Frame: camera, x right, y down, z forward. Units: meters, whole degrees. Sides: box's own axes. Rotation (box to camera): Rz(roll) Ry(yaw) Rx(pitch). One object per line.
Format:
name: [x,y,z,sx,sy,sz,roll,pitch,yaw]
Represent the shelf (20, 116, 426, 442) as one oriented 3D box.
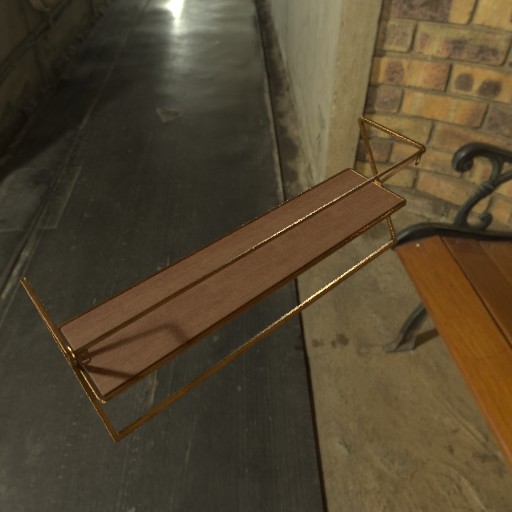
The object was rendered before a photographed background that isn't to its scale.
shelf: [0.000,0.000,0.737,0.645,0.229,0.150,-31,53,-27]
